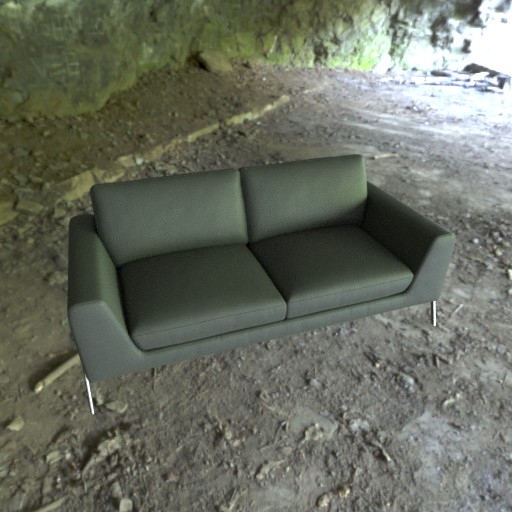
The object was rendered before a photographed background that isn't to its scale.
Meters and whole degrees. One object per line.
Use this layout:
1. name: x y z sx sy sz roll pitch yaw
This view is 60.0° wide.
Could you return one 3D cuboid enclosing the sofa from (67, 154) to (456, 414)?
1. sofa: 0.000 0.000 2.583 2.017 0.875 0.953 -10 32 -17
